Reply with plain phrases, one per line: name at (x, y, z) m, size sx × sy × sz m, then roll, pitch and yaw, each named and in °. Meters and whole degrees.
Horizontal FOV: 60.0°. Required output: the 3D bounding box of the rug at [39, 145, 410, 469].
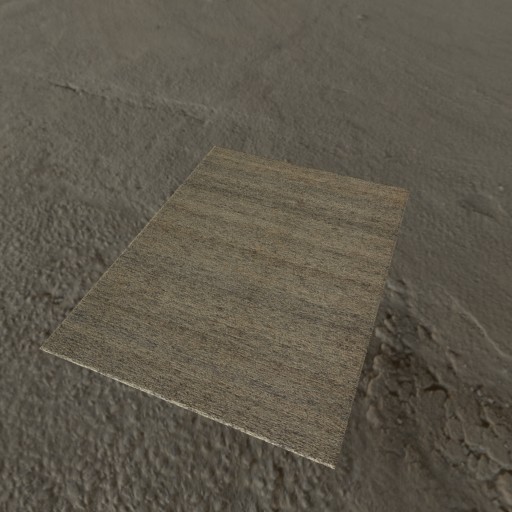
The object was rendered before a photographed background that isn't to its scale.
rug at (0.000, 0.000, 4.237) m, size 2.414 × 0.036 × 3.199 m, roll 16°, pitch 48°, yaw 15°
